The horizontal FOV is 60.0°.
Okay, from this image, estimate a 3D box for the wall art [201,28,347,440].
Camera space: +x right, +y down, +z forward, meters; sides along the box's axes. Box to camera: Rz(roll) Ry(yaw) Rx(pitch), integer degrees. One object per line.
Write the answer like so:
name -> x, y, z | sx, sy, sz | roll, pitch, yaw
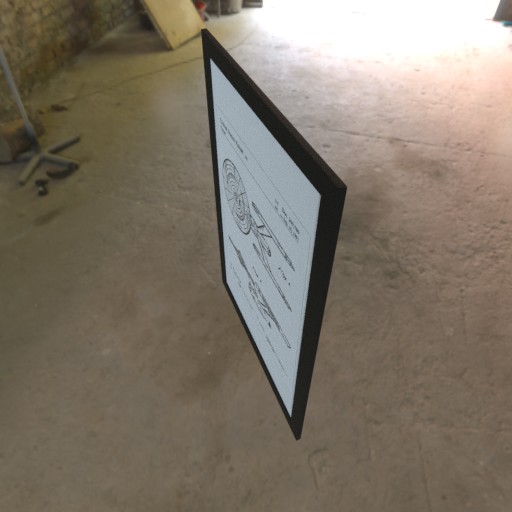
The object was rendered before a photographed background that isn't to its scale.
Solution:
wall art -> 0.000, 0.000, 0.675 | 0.008, 0.530, 0.379 | -16, 49, -15
